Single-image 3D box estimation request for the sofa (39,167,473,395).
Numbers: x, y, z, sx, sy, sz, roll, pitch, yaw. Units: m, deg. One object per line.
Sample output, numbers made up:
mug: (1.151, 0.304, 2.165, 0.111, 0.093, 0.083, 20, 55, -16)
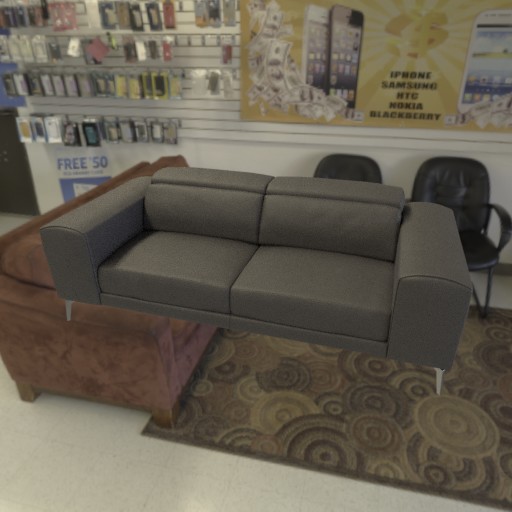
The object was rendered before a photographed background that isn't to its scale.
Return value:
sofa: (0.000, 0.000, 2.778, 2.330, 0.814, 1.048, 8, 28, 15)
